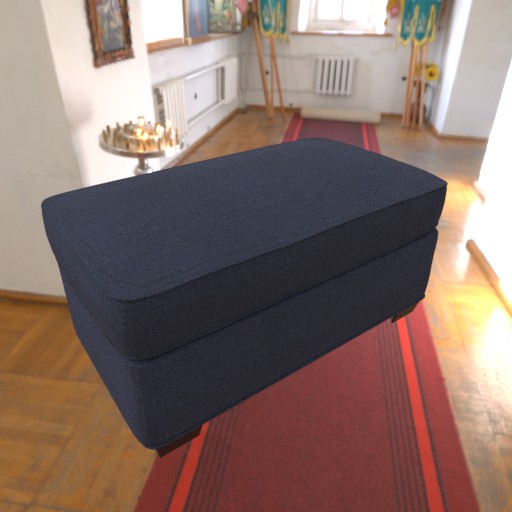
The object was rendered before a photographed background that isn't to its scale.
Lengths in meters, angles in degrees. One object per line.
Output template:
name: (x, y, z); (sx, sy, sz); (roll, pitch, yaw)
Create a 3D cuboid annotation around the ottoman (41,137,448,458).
ottoman: (0.000, 0.000, 1.151); (0.895, 0.453, 0.505); (-21, 37, -30)
